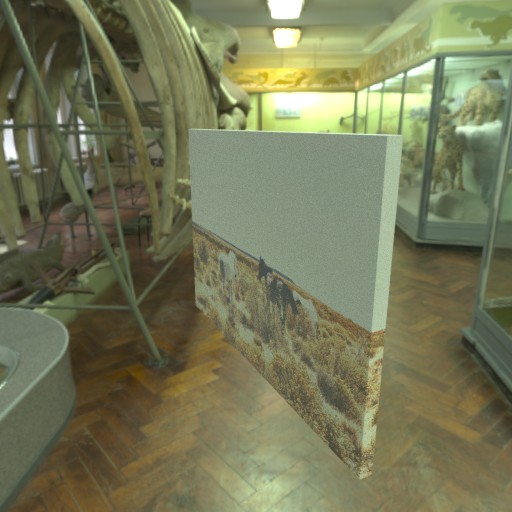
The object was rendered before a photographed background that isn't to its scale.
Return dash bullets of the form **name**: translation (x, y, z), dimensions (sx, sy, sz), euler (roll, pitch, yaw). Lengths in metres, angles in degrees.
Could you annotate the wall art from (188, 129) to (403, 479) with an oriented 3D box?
- **wall art**: translation (0.000, 0.000, 1.871), dimensions (0.051, 1.016, 1.520), euler (-8, 18, -25)
